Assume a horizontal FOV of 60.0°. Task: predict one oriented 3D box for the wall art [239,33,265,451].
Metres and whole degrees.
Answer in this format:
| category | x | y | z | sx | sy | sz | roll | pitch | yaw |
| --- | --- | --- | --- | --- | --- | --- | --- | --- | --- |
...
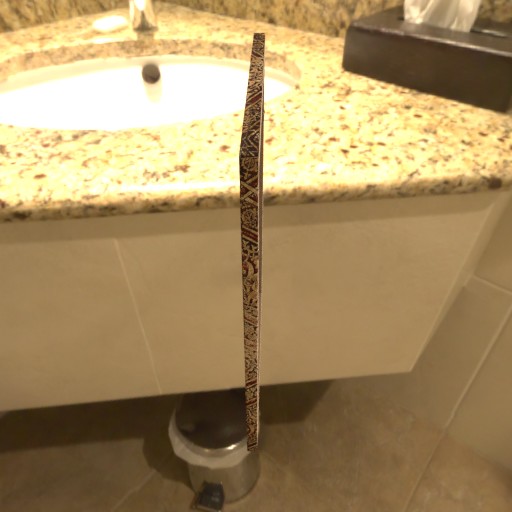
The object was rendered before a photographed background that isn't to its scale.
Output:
| category | x | y | z | sx | sy | sz | roll | pitch | yaw |
| --- | --- | --- | --- | --- | --- | --- | --- | --- | --- |
| wall art | 0.000 | 0.000 | 0.757 | 0.020 | 0.599 | 0.397 | 1 | 42 | 1 |
